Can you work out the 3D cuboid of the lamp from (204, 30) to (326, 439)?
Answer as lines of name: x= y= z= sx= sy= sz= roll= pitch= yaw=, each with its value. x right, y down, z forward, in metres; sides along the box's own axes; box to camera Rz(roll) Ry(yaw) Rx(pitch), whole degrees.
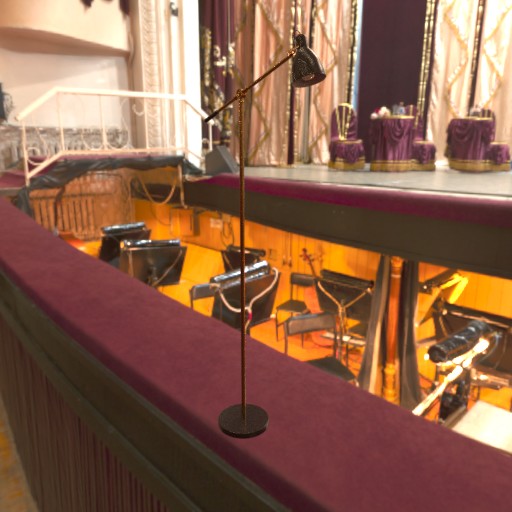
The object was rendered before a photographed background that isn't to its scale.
lamp: x=0.000 y=0.000 z=1.814 sx=0.235 sy=1.628 sz=0.618 roll=-13 pitch=19 yaw=-43
